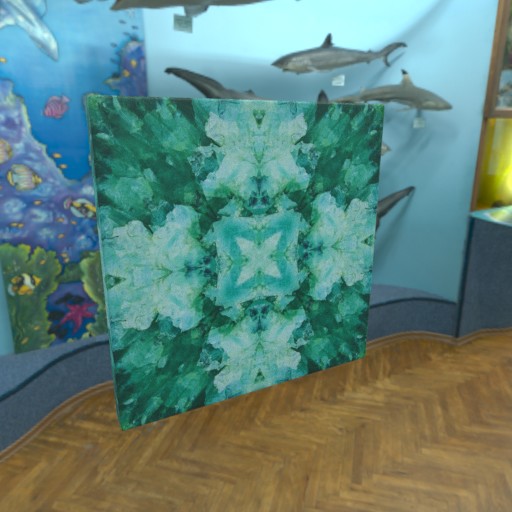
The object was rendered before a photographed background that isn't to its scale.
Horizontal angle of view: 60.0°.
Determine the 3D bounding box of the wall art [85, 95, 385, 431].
[{"bbox_3d":[0.000,0.000,0.767,0.507,0.508,0.038,-8,18,-27],"label":"wall art"}]
